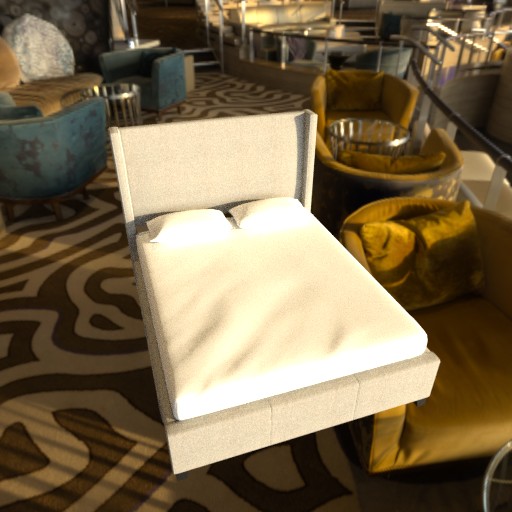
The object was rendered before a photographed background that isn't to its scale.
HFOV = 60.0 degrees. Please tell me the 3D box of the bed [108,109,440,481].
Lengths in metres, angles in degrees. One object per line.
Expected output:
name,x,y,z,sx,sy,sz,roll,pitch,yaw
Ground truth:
bed,0.000,0.000,3.321,1.774,1.491,2.222,-10,34,-16
